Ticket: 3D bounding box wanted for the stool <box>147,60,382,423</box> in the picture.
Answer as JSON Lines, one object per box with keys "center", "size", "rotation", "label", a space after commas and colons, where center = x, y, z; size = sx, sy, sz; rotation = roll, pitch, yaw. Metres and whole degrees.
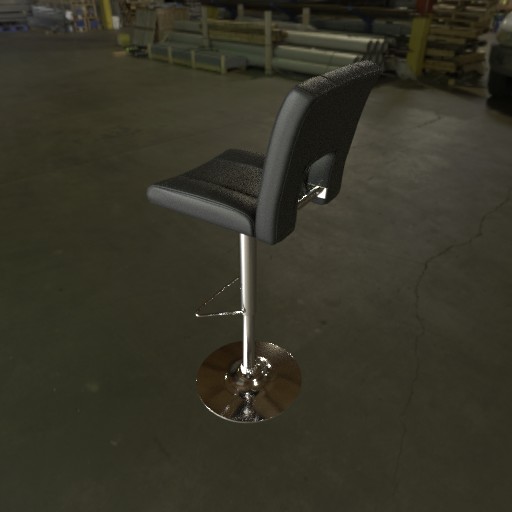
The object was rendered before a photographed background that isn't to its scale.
{"center": [0.000, 0.000, 1.407], "size": [0.520, 1.151, 0.415], "rotation": [20, 37, 28], "label": "stool"}
